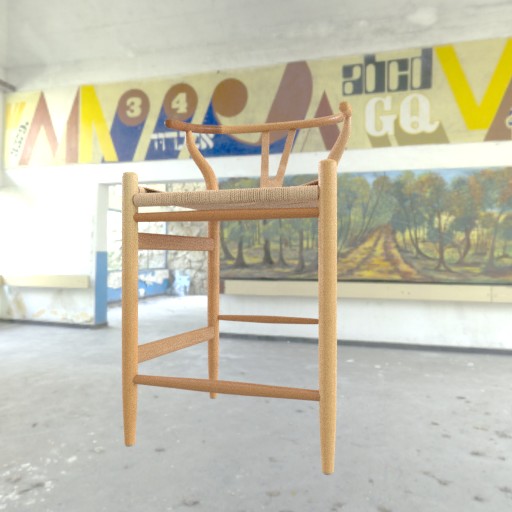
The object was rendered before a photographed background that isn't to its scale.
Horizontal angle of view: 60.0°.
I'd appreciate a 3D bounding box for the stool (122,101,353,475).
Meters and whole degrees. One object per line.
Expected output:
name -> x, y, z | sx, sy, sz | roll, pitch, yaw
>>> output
stool -> 0.000, 0.000, 1.269 | 0.536, 0.923, 0.575 | 0, 0, 17
